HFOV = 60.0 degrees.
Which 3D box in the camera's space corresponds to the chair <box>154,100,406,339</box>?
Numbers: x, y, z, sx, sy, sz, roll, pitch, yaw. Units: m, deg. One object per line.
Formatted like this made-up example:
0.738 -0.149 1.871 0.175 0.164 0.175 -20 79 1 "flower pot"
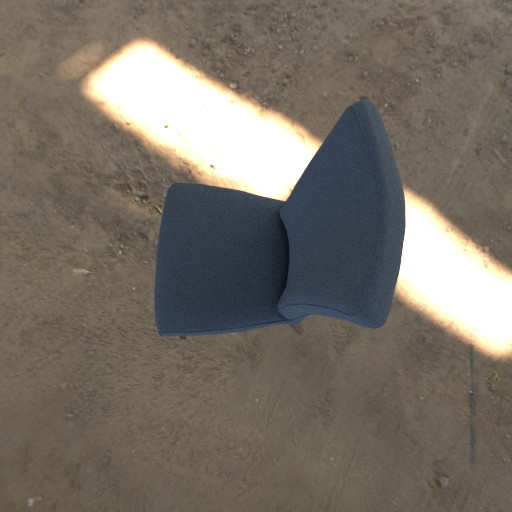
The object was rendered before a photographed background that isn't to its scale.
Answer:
0.000 0.000 1.418 0.660 0.991 0.520 2 76 0 "chair"
